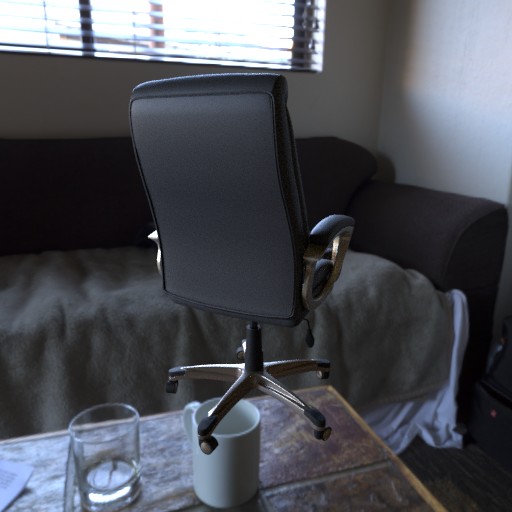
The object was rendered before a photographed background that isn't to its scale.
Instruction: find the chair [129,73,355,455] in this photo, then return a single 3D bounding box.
[{"bbox_3d":[0.000,0.000,1.634,0.694,1.188,0.748,8,17,26],"label":"chair"}]
